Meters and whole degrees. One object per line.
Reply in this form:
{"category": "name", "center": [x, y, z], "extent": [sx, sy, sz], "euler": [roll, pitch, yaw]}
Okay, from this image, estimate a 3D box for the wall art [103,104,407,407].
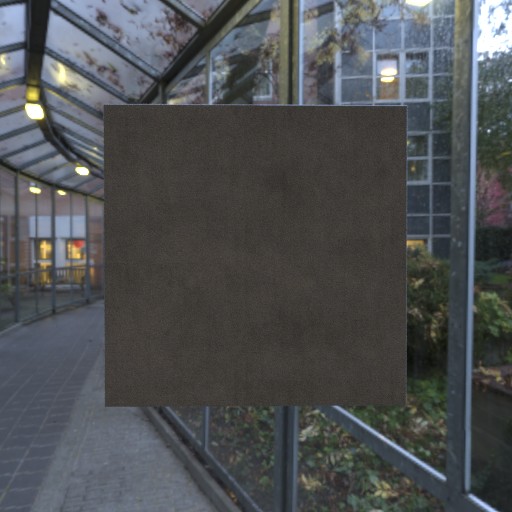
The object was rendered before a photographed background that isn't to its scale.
{"category": "wall art", "center": [0.000, 0.000, 0.678], "extent": [0.455, 0.453, 0.023], "euler": [0, 1, -1]}
